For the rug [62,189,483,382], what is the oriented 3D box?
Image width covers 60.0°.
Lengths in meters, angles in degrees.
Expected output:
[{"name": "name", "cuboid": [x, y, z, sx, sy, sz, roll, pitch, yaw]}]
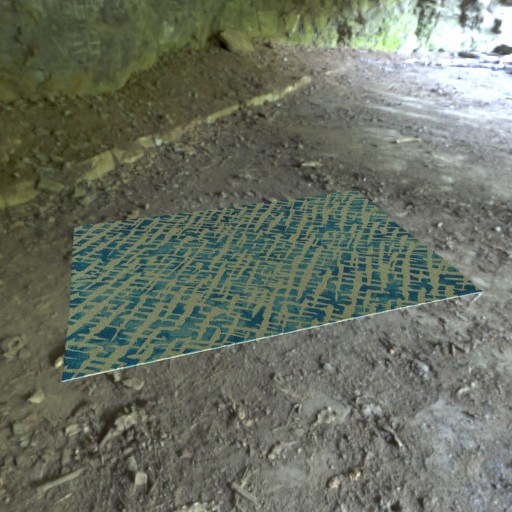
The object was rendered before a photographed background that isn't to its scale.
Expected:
[{"name": "rug", "cuboid": [0.000, 0.000, 2.303, 1.830, 0.011, 1.209, -9, 33, -14]}]
